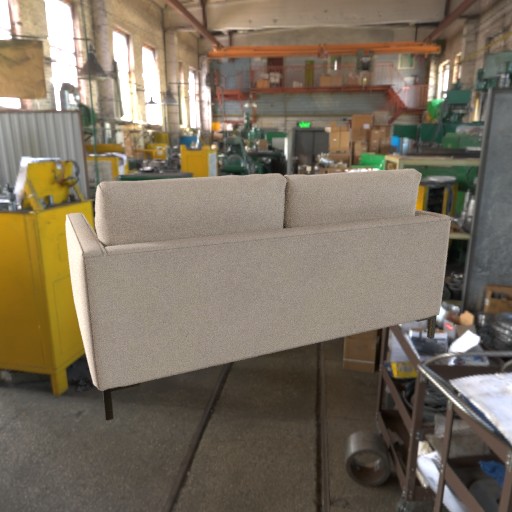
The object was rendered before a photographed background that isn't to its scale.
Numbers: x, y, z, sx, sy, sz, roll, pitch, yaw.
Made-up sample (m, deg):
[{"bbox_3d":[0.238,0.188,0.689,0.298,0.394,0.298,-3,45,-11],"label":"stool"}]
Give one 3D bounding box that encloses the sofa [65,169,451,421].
[{"bbox_3d":[0.000,0.000,2.182,1.682,0.840,0.875,-7,16,-25],"label":"sofa"}]
